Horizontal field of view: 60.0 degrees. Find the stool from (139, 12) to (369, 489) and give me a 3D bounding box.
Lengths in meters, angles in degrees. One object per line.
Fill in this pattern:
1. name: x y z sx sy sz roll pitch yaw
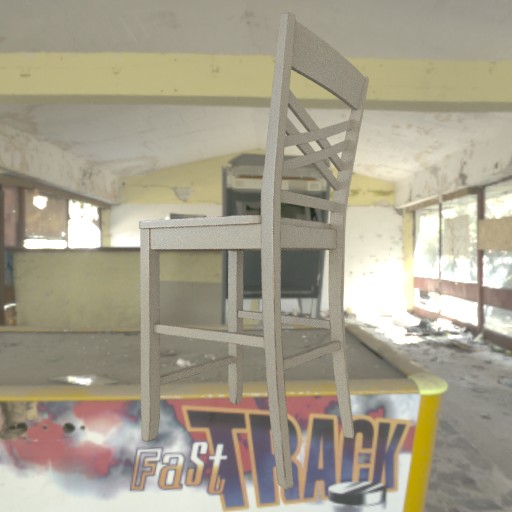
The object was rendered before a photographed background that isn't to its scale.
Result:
1. stool: 0.000 0.000 1.306 0.539 1.079 0.462 0 0 36
